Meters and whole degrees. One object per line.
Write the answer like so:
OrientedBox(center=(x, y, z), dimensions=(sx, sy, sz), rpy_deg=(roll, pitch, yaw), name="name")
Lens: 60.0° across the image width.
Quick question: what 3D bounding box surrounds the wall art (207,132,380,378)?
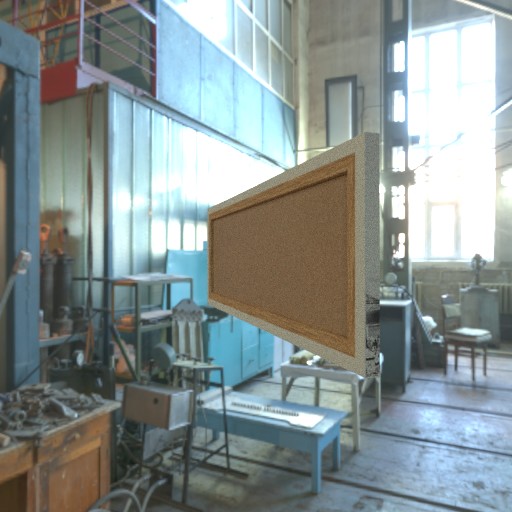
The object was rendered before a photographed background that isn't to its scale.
OrientedBox(center=(0.000, 0.000, 1.637), dimensions=(0.039, 0.507, 1.520), rpy_deg=(0, 0, -18), name="wall art")
